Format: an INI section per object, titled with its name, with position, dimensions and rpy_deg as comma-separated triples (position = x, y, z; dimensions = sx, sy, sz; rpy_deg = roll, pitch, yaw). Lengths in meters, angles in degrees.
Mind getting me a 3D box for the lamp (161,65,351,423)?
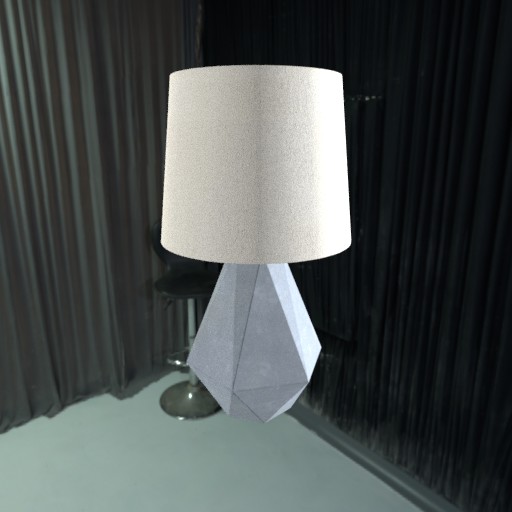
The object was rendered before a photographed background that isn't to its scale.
[lamp]
position = 0.000, 0.000, 0.666
dimensions = 0.276, 0.501, 0.276
rpy_deg = 0, 16, 0
